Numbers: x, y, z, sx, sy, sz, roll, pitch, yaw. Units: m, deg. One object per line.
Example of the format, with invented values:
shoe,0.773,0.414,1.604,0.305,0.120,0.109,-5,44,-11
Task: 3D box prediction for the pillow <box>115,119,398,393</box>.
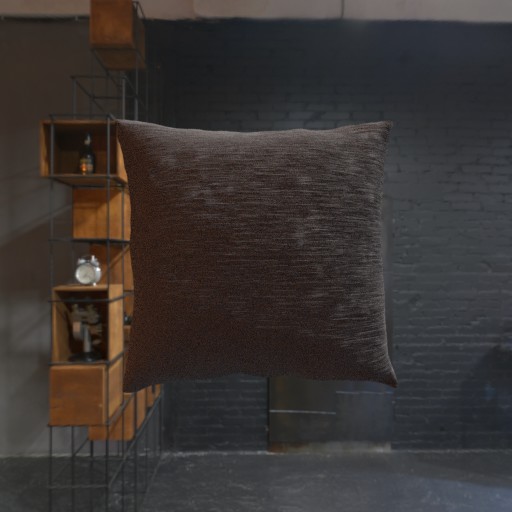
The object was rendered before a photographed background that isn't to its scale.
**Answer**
pillow,0.000,0.000,0.706,0.452,0.439,0.204,0,0,0
